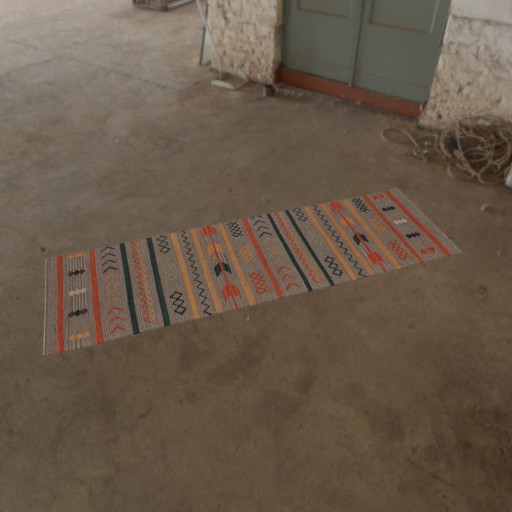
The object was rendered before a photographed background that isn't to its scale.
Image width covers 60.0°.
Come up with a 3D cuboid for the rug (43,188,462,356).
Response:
[{"bbox_3d":[0.000,0.000,2.686,2.419,0.022,0.744,-12,44,-13],"label":"rug"}]
